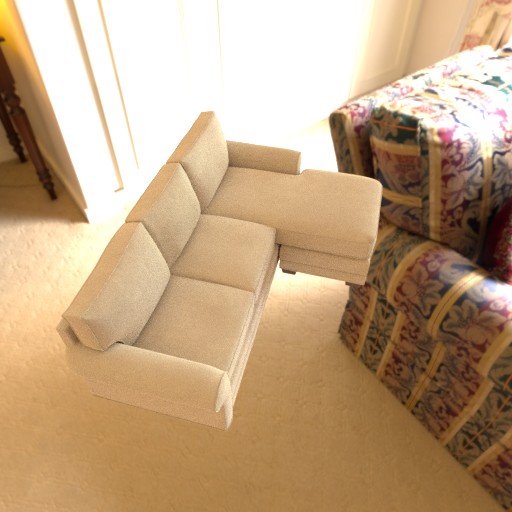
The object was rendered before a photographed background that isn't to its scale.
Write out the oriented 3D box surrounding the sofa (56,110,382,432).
[{"bbox_3d":[0.000,0.000,2.349,1.226,0.734,1.770,11,48,10],"label":"sofa"}]
